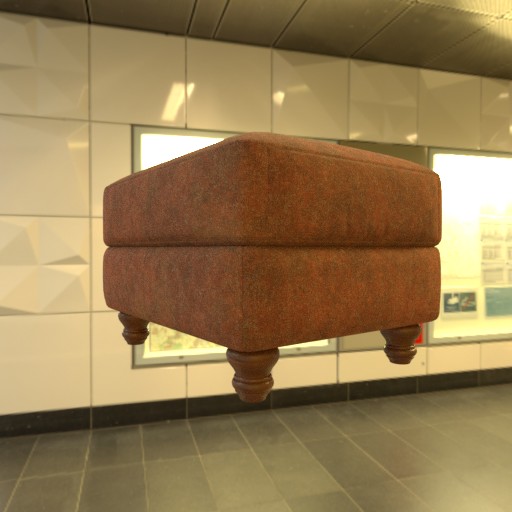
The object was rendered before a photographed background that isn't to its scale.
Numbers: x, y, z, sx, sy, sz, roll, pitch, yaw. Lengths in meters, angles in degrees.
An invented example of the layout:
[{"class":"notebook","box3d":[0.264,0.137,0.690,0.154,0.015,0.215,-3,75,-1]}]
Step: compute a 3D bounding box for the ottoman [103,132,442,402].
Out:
[{"class":"ottoman","box3d":[0.000,0.000,1.170,0.635,0.508,0.787,-1,1,-36]}]
